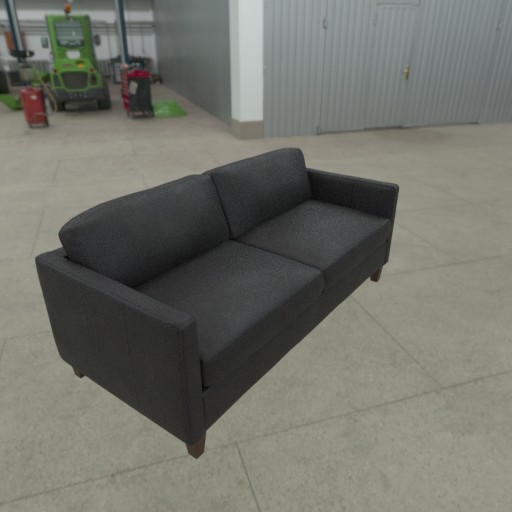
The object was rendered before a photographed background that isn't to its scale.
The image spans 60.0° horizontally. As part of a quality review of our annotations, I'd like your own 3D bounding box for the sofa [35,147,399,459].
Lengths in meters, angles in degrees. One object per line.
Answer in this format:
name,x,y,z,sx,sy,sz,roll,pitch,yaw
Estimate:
sofa,0.000,0.000,2.451,0.933,0.863,1.971,18,31,32
